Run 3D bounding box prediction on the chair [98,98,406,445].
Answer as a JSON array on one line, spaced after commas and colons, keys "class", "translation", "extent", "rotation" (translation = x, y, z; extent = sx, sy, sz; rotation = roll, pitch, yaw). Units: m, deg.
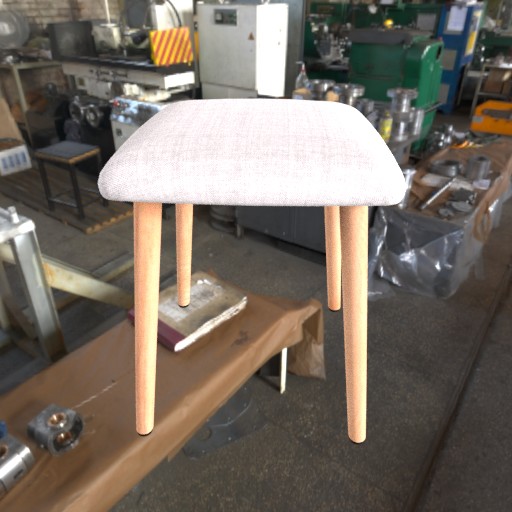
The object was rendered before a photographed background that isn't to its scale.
[{"class": "chair", "translation": [0.000, 0.000, 0.697], "extent": [0.350, 0.440, 0.350], "rotation": [1, 30, 2]}]
